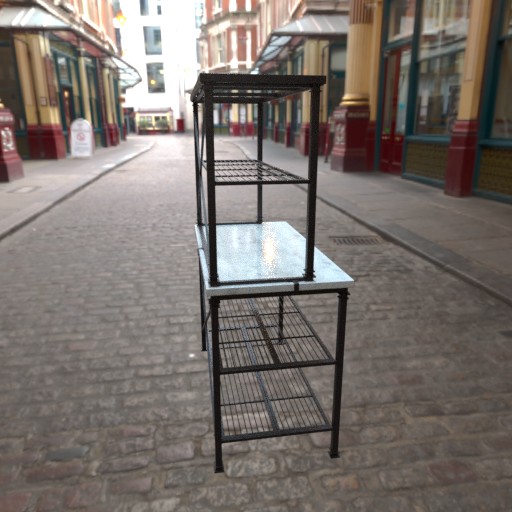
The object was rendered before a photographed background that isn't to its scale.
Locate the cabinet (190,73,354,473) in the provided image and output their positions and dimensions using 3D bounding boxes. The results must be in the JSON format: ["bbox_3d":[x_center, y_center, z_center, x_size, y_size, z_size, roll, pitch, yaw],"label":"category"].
[{"bbox_3d":[0.000,0.000,2.343,0.610,1.659,1.210,-3,16,-9],"label":"cabinet"}]
